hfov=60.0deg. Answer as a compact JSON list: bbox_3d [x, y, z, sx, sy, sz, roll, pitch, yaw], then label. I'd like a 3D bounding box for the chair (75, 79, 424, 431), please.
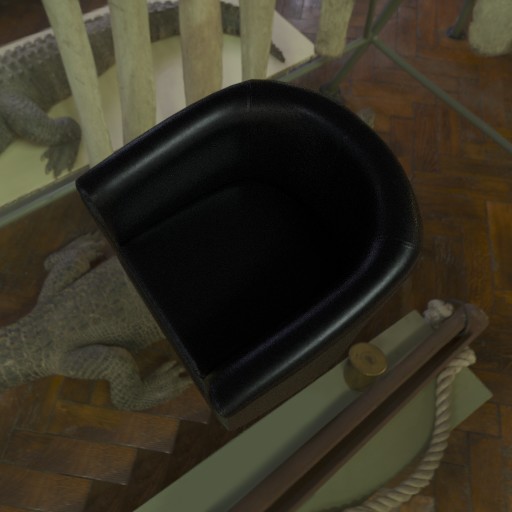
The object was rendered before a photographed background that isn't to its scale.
[{"bbox_3d":[0.000,0.000,1.395,0.727,0.756,0.793,-32,67,-15],"label":"chair"}]
